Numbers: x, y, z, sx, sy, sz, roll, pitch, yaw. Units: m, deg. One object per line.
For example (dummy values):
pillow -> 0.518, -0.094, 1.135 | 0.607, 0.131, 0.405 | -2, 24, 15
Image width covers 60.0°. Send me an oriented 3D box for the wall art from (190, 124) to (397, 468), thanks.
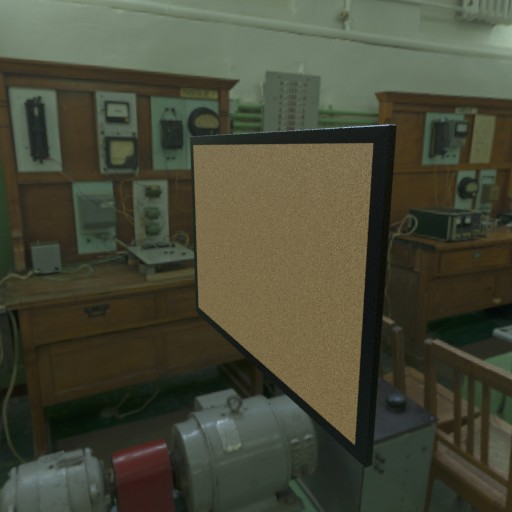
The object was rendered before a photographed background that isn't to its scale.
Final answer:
wall art -> 0.000, 0.000, 1.032 | 0.015, 0.552, 0.819 | -7, 15, -27
